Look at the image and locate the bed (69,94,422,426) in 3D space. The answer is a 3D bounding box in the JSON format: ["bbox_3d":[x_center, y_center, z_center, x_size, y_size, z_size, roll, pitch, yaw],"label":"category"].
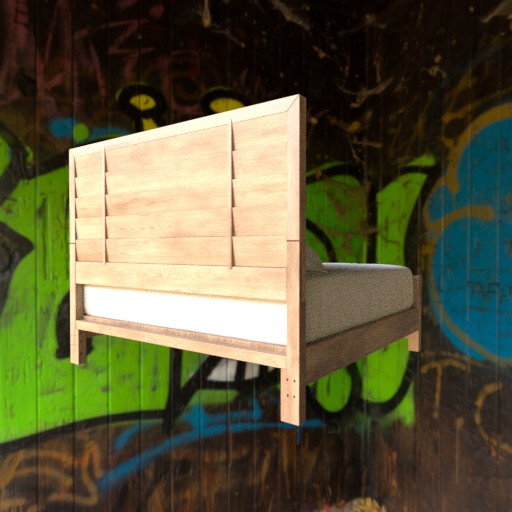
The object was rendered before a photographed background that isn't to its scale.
[{"bbox_3d":[0.000,0.000,3.584,2.032,1.626,2.032,1,1,37],"label":"bed"}]
